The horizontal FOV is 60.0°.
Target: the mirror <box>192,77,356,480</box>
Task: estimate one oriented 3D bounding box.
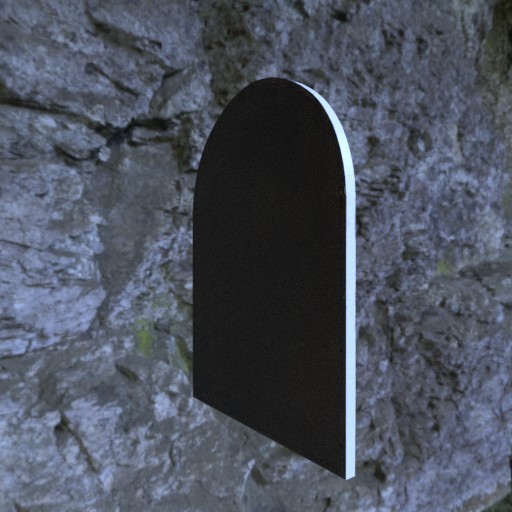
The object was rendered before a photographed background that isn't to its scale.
[{"bbox_3d":[0.000,0.000,1.184,0.032,0.920,0.660,0,0,-36],"label":"mirror"}]
